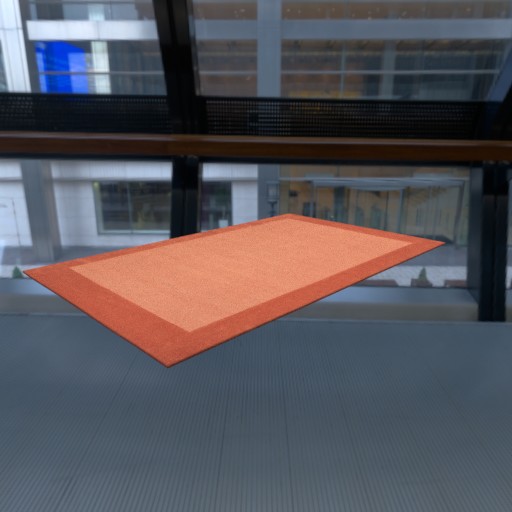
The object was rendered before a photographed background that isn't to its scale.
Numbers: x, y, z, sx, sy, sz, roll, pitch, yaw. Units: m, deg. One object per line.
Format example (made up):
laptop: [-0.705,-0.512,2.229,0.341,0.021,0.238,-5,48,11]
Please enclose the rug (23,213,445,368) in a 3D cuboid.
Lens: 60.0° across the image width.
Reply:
rug: [0.000,0.000,2.961,1.524,0.014,2.438,16,23,43]
